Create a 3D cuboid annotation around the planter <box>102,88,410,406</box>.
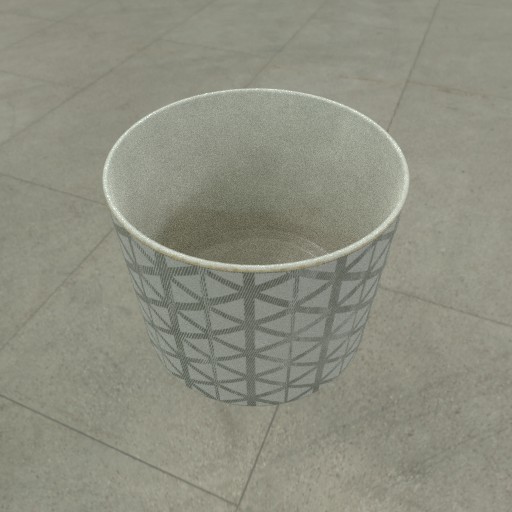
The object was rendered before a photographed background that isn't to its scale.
[{"bbox_3d":[0.000,0.000,0.456,0.250,0.239,0.250,0,47,0],"label":"planter"}]
